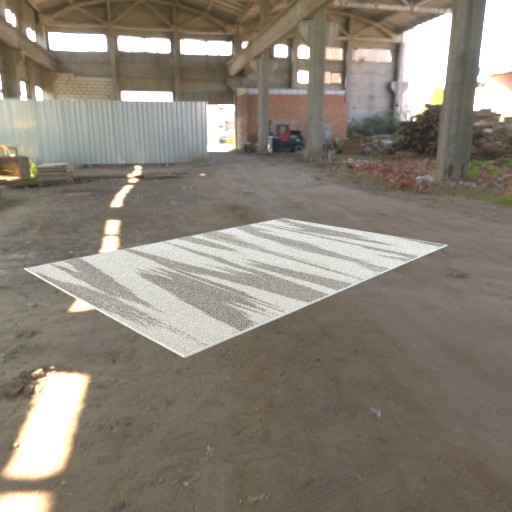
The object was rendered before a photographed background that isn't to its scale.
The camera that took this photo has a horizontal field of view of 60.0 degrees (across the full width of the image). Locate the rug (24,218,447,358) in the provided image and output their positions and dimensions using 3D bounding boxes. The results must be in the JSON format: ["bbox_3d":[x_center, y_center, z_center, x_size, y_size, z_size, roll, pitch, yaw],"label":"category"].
[{"bbox_3d":[0.000,0.000,2.266,1.225,0.008,1.827,14,21,42],"label":"rug"}]
